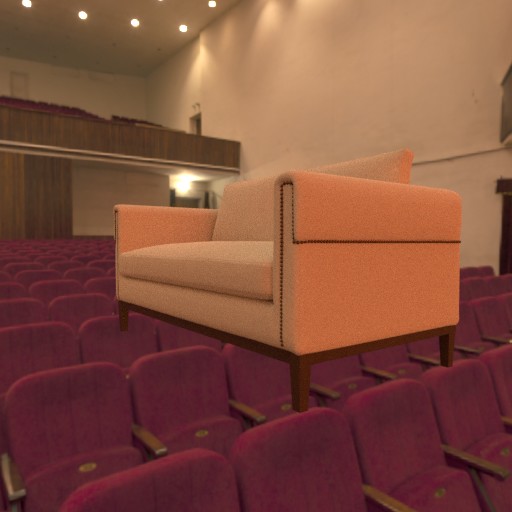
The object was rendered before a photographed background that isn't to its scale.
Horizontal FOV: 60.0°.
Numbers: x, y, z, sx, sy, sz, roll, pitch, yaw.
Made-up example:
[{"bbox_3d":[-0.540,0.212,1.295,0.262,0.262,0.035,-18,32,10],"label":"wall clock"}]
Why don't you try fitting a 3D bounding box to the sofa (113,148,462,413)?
[{"bbox_3d":[0.000,0.000,2.141,0.905,0.873,1.598,-1,2,-36],"label":"sofa"}]
